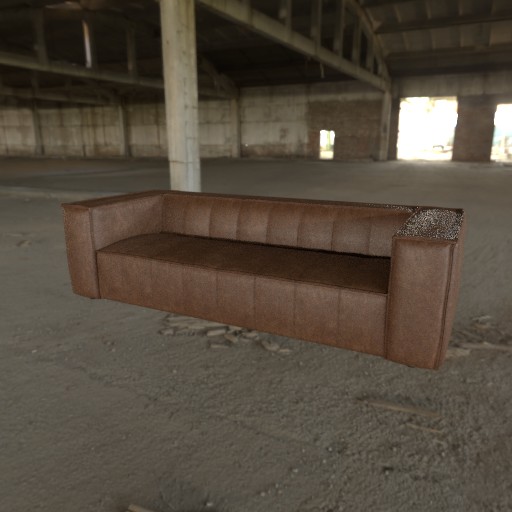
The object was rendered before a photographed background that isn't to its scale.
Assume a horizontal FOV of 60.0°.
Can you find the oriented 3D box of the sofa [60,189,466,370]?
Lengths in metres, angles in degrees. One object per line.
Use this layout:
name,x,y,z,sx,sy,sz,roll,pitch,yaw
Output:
sofa,0.000,0.000,3.063,2.581,0.701,1.102,7,17,26
